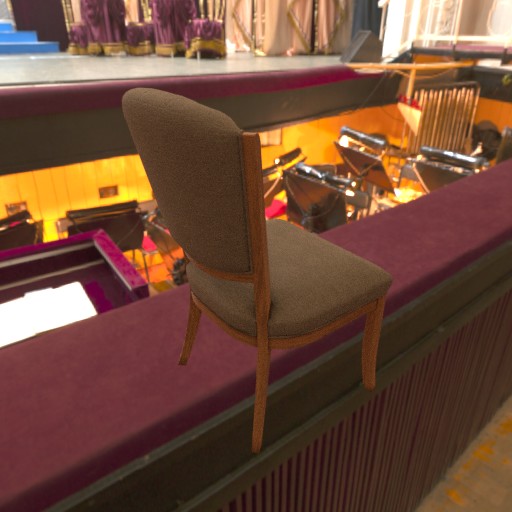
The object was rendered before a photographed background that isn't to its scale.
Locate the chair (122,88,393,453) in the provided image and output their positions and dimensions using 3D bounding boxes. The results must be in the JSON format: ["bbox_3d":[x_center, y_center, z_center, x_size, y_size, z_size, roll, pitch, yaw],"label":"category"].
[{"bbox_3d":[0.000,0.000,1.228,0.584,0.905,0.513,-19,33,-32],"label":"chair"}]
